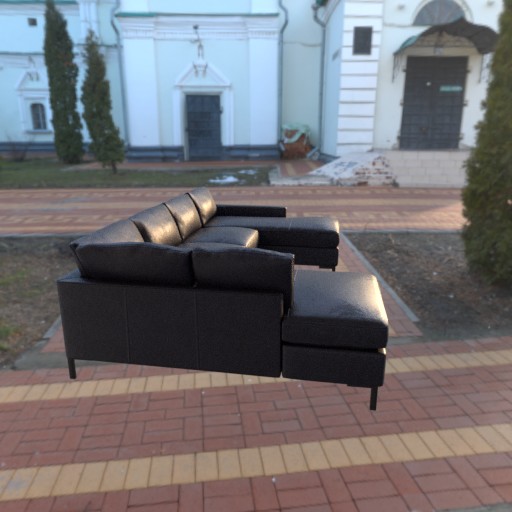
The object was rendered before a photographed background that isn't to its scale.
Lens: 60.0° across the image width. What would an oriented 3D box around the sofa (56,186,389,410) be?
[{"bbox_3d":[0.000,0.000,3.887,1.939,0.900,2.956,3,16,9],"label":"sofa"}]
